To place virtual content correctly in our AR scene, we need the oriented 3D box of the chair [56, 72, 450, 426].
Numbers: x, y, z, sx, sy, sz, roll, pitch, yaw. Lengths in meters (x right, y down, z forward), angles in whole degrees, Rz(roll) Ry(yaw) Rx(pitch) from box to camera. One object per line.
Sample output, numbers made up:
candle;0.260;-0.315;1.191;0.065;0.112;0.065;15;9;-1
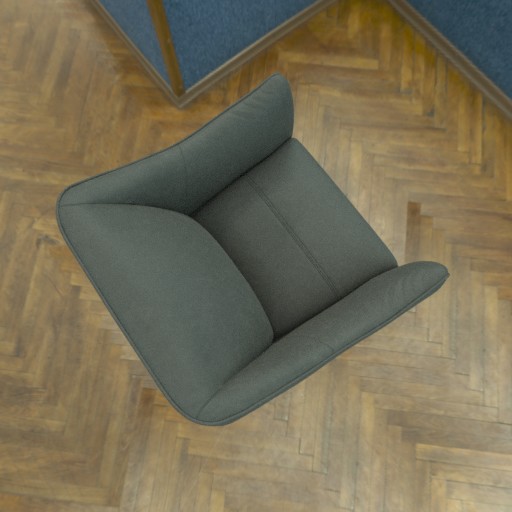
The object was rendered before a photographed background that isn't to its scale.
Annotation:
chair;0.000;0.000;1.506;0.852;0.830;0.871;-35;78;-8
